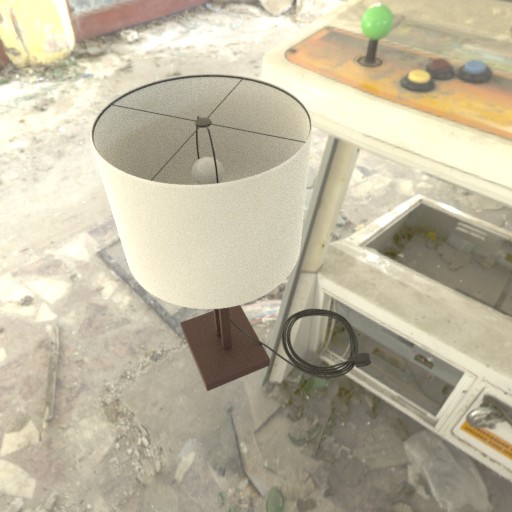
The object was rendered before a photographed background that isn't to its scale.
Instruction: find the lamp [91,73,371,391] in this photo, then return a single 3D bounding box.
[{"bbox_3d":[0.000,0.000,0.970,0.525,0.668,0.396,-18,48,-17],"label":"lamp"}]
